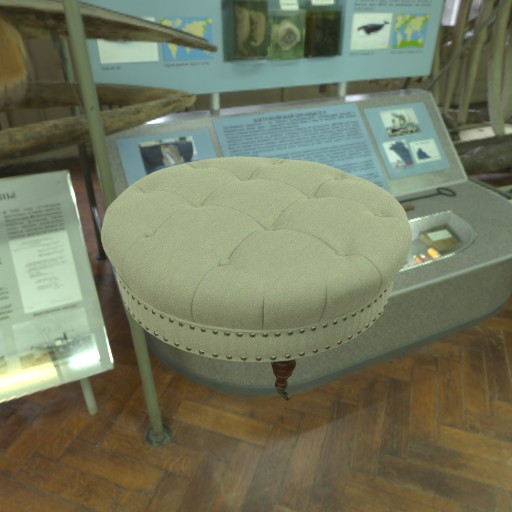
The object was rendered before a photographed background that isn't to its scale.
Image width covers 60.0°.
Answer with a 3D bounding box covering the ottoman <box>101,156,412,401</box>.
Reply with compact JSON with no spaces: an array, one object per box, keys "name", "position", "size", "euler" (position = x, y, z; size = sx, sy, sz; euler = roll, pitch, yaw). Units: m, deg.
[{"name":"ottoman","position":[0.000,0.000,1.411],"size":[0.901,0.439,0.901],"euler":[0,31,0]}]
